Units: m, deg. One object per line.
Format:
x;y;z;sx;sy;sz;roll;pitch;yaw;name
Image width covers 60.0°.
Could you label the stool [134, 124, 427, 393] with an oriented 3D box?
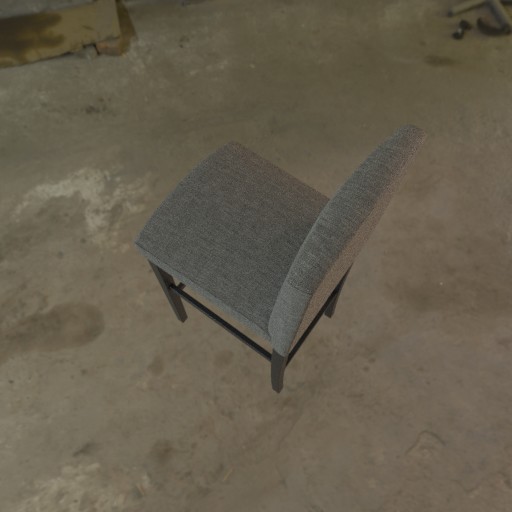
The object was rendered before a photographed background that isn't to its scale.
0.000;0.000;1.362;0.552;1.138;0.451;33;68;15;stool
